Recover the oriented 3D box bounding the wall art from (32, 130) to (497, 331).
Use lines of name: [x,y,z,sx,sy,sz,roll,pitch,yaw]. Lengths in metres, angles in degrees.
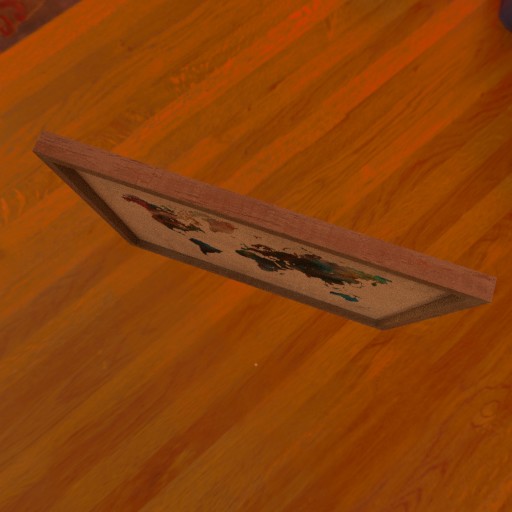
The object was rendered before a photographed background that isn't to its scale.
wall art: [0.000,0.000,1.703,1.320,1.009,0.070,19,77,4]
